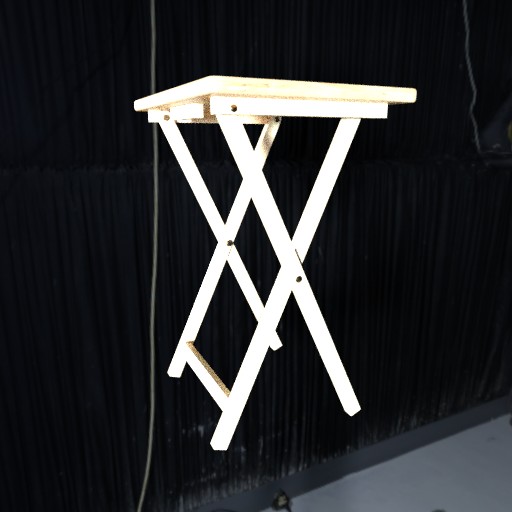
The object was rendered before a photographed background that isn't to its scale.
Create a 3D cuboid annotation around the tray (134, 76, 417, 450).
[{"bbox_3d":[0.000,0.000,0.967,0.381,0.660,0.483,-7,17,-26],"label":"tray"}]
